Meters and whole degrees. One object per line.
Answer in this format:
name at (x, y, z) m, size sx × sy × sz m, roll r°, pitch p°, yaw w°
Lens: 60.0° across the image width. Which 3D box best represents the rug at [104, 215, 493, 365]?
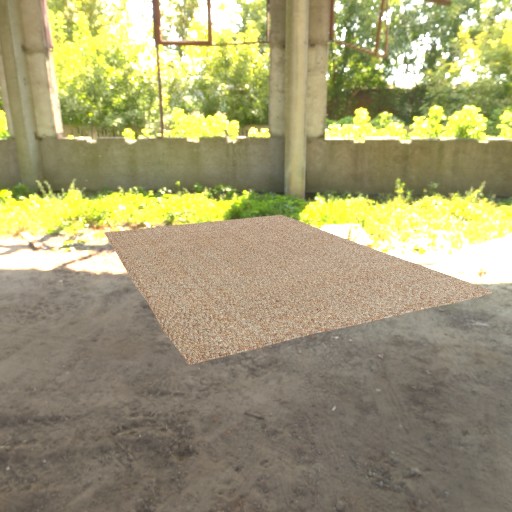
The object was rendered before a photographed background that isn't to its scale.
rug at (0.000, 0.000, 2.727) m, size 1.566 × 0.013 × 2.141 m, roll -8°, pitch 18°, yaw -25°
